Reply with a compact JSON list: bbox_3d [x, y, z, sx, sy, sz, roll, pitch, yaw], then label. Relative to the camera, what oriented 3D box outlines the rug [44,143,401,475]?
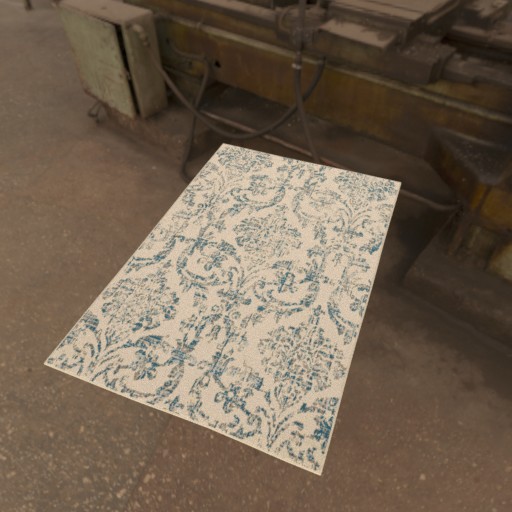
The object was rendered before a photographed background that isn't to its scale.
[{"bbox_3d":[0.000,0.000,2.308,1.213,0.012,1.831,16,48,15],"label":"rug"}]
